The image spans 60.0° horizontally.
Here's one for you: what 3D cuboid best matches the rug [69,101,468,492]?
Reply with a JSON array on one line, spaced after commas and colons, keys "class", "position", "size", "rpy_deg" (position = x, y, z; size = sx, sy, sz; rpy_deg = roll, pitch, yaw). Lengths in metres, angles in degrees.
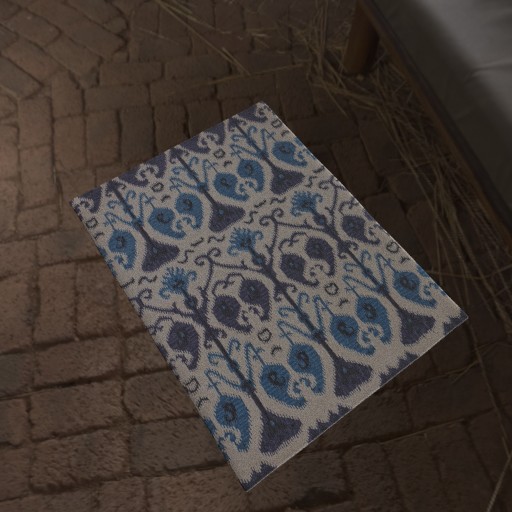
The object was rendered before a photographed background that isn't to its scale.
[{"class": "rug", "position": [0.000, 0.000, 4.276], "size": [2.443, 0.024, 3.228], "rpy_deg": [-32, 68, -15]}]
